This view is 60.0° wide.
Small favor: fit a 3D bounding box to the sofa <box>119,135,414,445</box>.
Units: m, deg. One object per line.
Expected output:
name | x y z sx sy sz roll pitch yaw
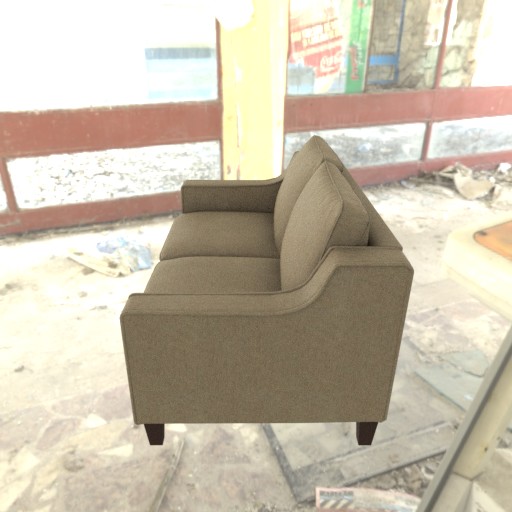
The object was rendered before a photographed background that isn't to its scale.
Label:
sofa | 0.000 0.000 2.191 0.985 0.981 1.503 0 26 0
